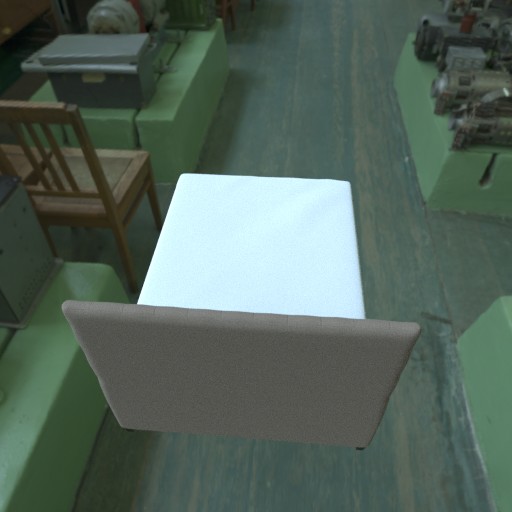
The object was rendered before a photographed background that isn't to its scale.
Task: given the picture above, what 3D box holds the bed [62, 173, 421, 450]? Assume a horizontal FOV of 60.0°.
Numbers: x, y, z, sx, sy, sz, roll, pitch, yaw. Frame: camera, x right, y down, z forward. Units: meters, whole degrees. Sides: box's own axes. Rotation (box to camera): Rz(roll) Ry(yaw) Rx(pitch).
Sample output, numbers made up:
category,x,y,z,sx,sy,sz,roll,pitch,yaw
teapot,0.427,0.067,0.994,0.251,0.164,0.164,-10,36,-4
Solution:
category,x,y,z,sx,sy,sz,roll,pitch,yaw
bed,0.000,0.000,3.300,1.696,1.426,2.233,3,46,3
